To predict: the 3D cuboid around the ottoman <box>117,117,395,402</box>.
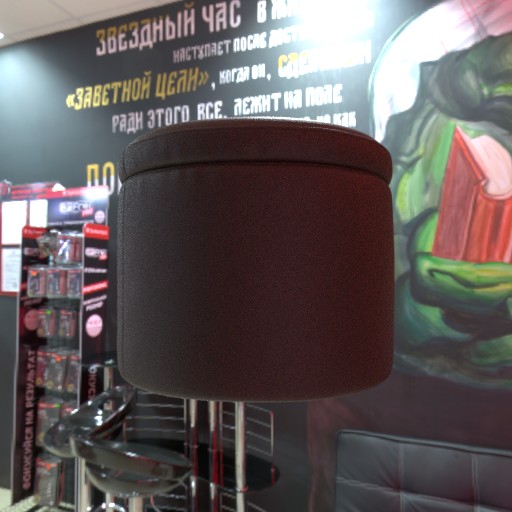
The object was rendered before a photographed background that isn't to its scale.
[{"bbox_3d":[0.000,0.000,0.836,0.500,0.409,0.500,0,-2,0],"label":"ottoman"}]
